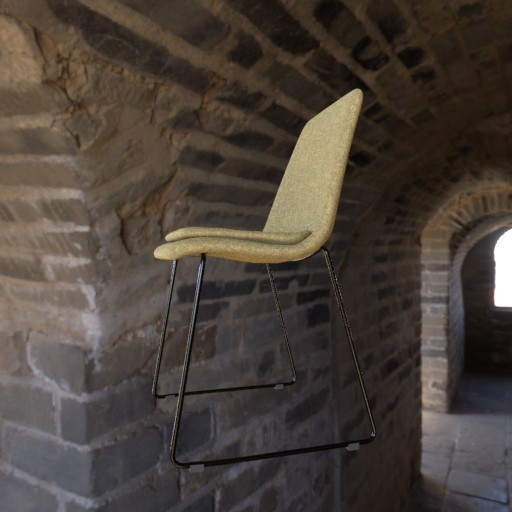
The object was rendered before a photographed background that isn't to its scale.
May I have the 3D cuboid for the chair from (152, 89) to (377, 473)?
[{"bbox_3d":[0.000,0.000,1.153,0.496,0.849,0.479,0,0,-18],"label":"chair"}]
